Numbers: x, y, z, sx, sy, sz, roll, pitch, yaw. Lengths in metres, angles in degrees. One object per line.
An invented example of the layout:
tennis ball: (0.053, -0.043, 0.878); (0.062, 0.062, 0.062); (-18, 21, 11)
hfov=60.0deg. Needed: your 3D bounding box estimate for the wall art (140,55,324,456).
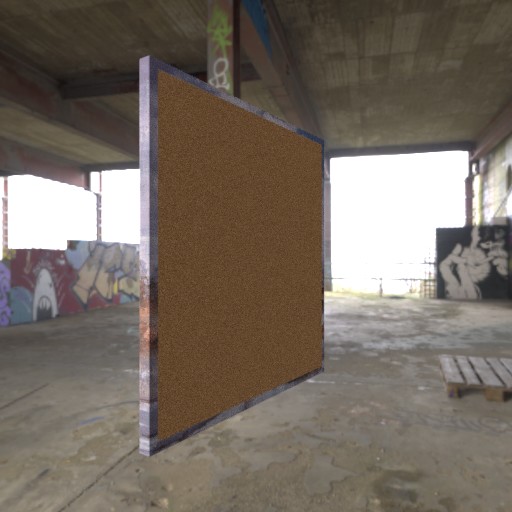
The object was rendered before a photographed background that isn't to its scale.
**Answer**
wall art: (0.000, 0.000, 1.362); (0.035, 0.897, 0.888); (0, 0, 34)
